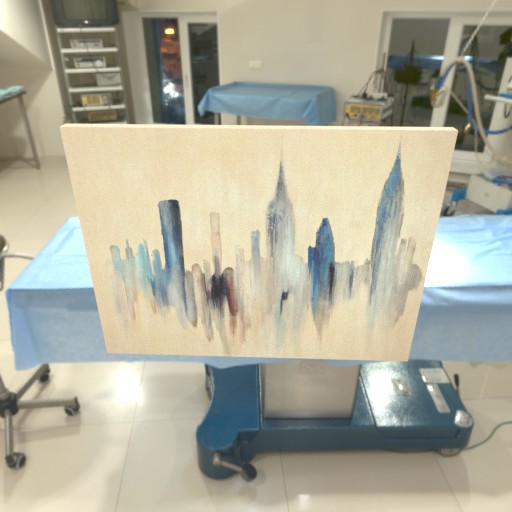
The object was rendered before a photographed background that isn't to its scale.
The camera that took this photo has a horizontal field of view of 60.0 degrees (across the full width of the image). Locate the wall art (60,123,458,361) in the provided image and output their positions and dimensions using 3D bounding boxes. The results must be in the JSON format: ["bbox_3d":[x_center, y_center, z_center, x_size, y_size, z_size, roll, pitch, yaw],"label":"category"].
[{"bbox_3d":[0.000,0.000,1.330,1.016,0.762,0.038,1,29,2],"label":"wall art"}]
